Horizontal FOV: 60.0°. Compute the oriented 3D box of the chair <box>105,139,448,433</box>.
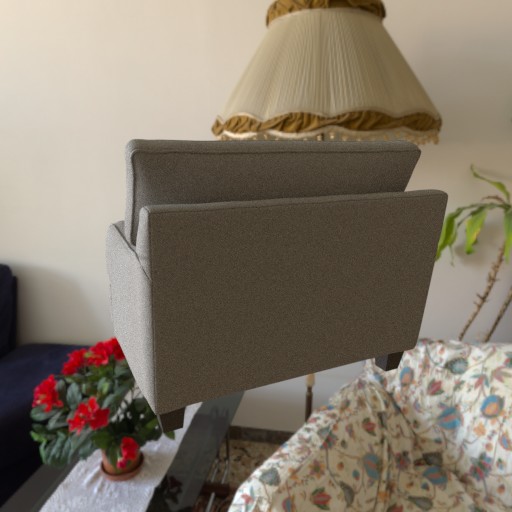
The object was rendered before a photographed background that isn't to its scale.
[{"bbox_3d":[0.000,0.000,2.006,1.220,1.016,1.040,-7,16,-25],"label":"chair"}]
